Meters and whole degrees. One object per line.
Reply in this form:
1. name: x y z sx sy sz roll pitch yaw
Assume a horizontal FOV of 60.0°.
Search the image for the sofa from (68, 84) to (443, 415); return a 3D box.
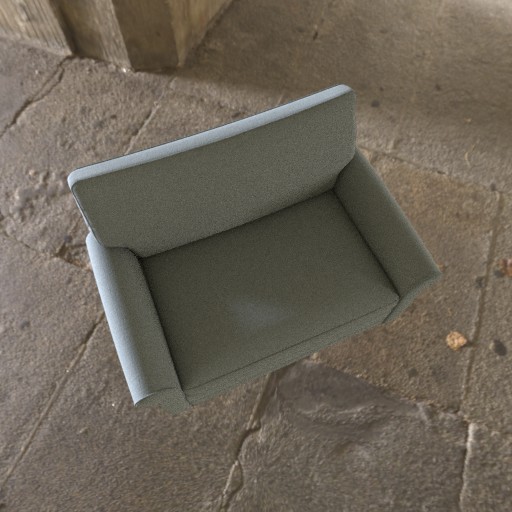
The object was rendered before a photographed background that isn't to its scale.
1. sofa: 0.000 0.000 2.077 1.410 0.953 0.940 -21 66 -10
